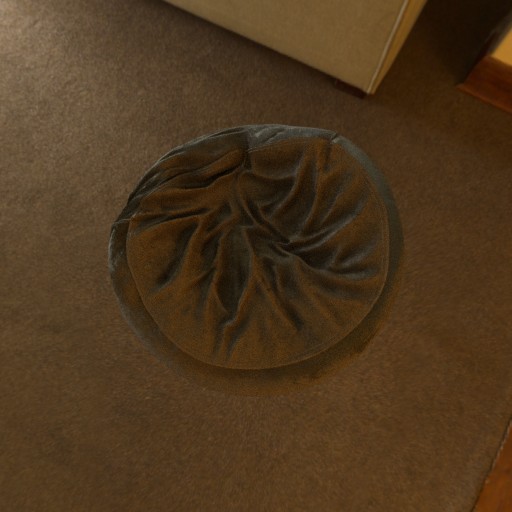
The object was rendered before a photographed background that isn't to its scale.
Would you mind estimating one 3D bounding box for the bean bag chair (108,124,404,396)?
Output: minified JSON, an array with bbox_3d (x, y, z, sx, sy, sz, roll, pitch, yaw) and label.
[{"bbox_3d":[0.000,0.000,1.523,0.918,0.605,0.918,0,76,0],"label":"bean bag chair"}]
